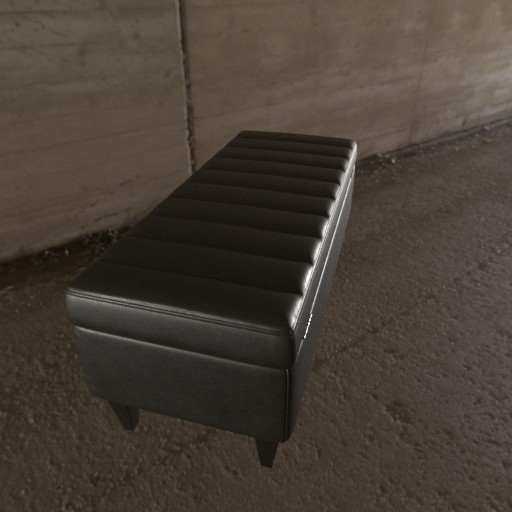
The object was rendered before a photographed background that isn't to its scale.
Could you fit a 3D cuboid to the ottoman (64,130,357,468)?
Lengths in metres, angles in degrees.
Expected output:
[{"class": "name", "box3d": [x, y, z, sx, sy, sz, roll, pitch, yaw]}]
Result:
[{"class": "ottoman", "box3d": [0.000, 0.000, 1.378, 0.482, 0.469, 1.151, 9, 33, 14]}]
